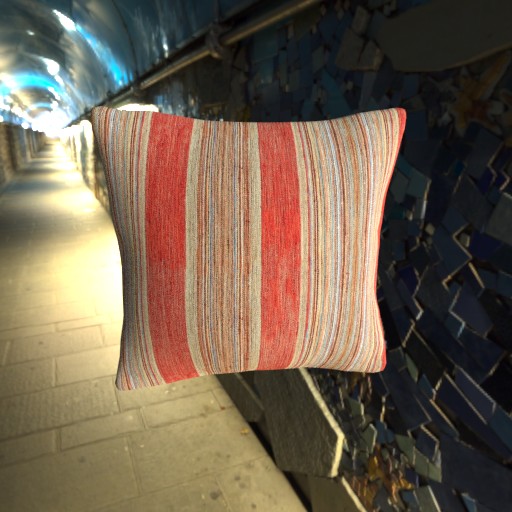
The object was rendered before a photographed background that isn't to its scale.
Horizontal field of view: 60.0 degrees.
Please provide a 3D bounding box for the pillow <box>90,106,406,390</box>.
[{"bbox_3d":[0.000,0.000,0.655,0.437,0.419,0.136,-2,16,-8],"label":"pillow"}]
